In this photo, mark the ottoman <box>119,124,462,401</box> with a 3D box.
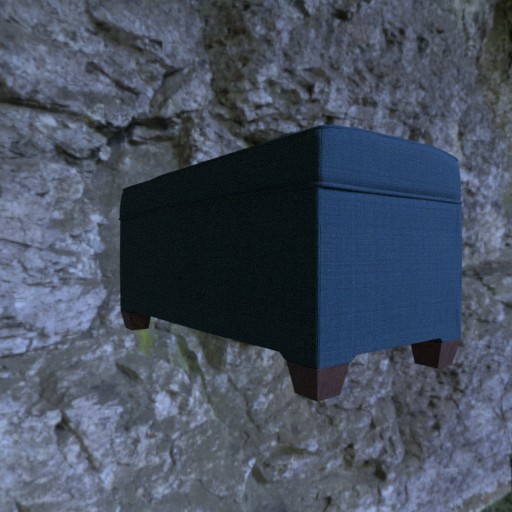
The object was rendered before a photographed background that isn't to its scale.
[{"bbox_3d":[0.000,0.000,1.204,0.474,0.474,0.943,0,0,-36],"label":"ottoman"}]
